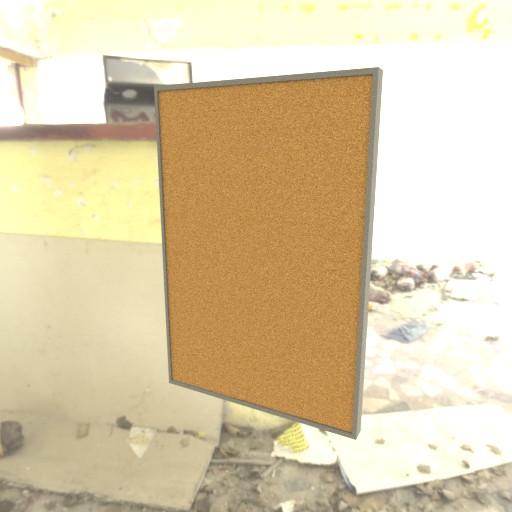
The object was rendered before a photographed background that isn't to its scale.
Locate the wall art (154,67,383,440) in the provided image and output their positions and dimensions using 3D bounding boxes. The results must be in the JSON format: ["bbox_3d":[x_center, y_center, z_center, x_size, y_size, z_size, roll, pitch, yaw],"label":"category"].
[{"bbox_3d":[0.000,0.000,1.003,0.511,0.753,0.039,7,15,27],"label":"wall art"}]
